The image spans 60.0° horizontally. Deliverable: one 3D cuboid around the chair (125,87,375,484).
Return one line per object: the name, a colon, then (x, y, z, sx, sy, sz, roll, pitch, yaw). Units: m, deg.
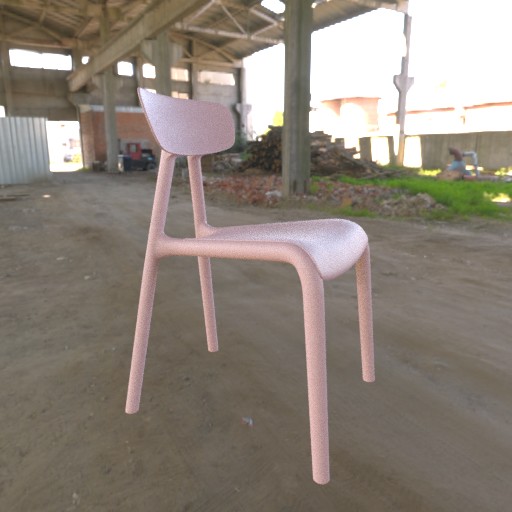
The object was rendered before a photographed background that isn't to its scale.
chair: (0.000, 0.000, 0.822, 0.401, 0.580, 0.356, 6, 14, 25)
